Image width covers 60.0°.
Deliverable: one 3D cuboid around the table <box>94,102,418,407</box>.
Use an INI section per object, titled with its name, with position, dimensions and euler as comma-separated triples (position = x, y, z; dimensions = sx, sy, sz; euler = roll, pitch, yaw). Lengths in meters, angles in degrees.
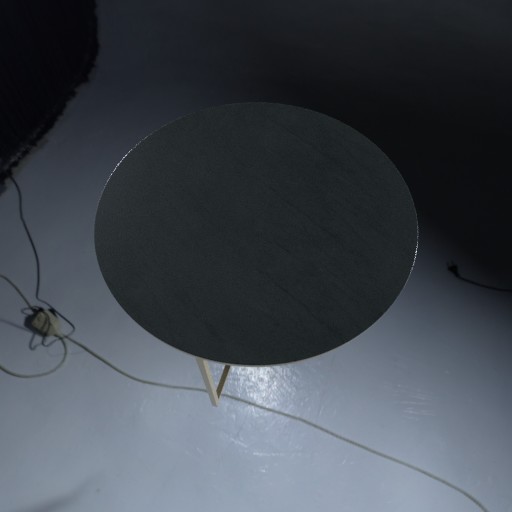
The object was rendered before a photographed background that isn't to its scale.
[table]
position = 0.000, 0.000, 1.306
dimensions = 0.800, 0.450, 0.800
euler = 0, 58, 0
